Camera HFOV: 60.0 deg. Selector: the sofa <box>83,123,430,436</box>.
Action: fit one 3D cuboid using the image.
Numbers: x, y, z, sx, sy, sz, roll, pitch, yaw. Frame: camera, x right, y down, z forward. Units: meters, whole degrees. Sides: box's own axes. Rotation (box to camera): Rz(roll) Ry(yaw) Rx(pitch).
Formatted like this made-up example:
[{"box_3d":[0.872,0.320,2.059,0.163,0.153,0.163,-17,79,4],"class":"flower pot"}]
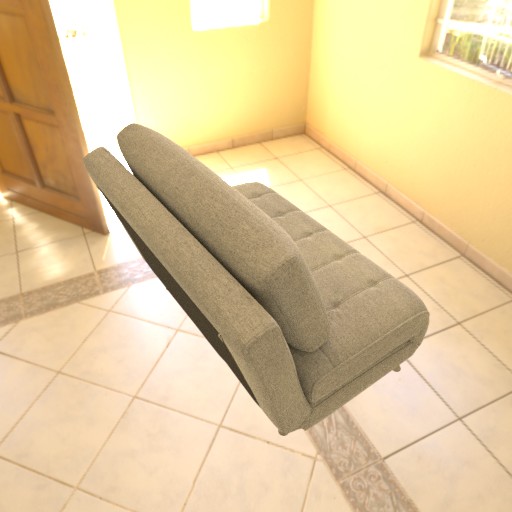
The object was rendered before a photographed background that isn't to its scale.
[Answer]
[{"box_3d":[0.000,0.000,1.858,0.910,0.910,1.220,-24,46,-26],"class":"sofa"}]
